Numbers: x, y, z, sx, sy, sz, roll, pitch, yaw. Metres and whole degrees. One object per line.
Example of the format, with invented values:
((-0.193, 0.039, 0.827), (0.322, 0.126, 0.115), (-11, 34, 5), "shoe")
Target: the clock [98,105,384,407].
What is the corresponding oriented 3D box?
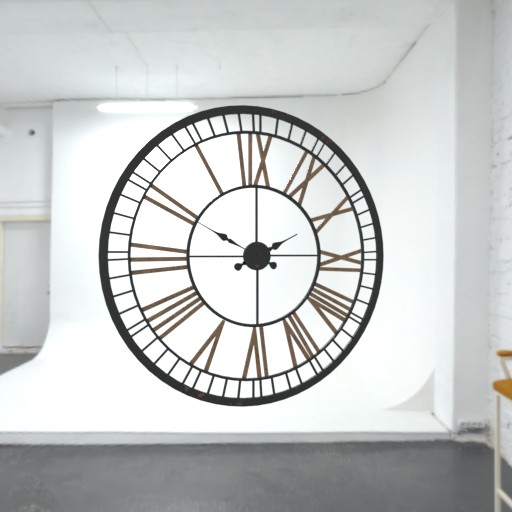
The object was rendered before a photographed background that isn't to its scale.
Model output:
((0.000, 0.000, 1.259), (0.843, 0.843, 0.025), (0, 0, -20), "clock")
